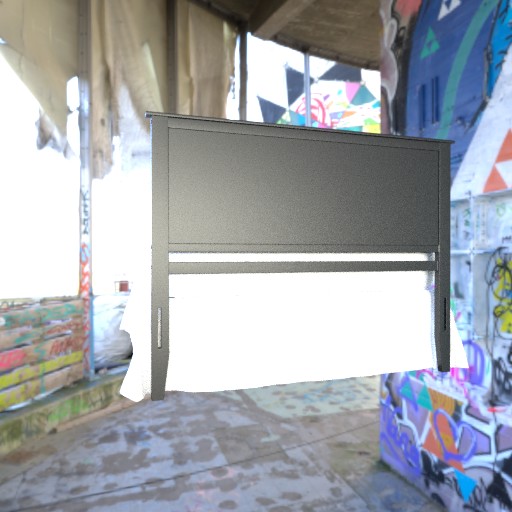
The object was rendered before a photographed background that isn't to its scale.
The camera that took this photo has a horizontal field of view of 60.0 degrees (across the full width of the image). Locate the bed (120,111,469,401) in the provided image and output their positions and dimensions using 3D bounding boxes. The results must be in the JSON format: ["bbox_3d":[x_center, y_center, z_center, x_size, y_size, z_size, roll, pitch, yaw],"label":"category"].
[{"bbox_3d":[0.000,0.000,3.146,1.870,1.270,2.050,0,0,-18],"label":"bed"}]
